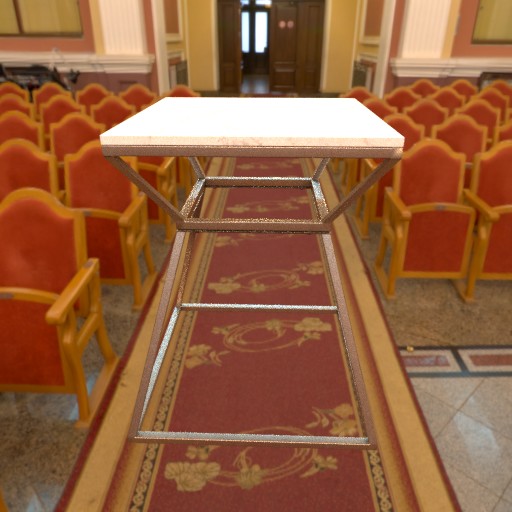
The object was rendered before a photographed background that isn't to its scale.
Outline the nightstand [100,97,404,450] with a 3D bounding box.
[{"bbox_3d":[0.000,0.000,0.890,0.455,0.554,0.455,1,26,2],"label":"nightstand"}]
